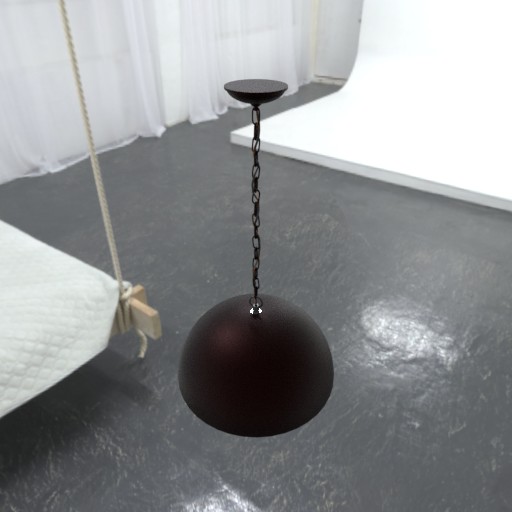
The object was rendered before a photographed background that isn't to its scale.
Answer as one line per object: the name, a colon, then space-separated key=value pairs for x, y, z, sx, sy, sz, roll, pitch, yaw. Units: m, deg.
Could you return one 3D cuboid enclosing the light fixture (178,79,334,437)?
light fixture: x=0.000 y=0.000 z=1.187 sx=0.492 sy=0.869 sz=0.492 roll=9 pitch=34 yaw=14
